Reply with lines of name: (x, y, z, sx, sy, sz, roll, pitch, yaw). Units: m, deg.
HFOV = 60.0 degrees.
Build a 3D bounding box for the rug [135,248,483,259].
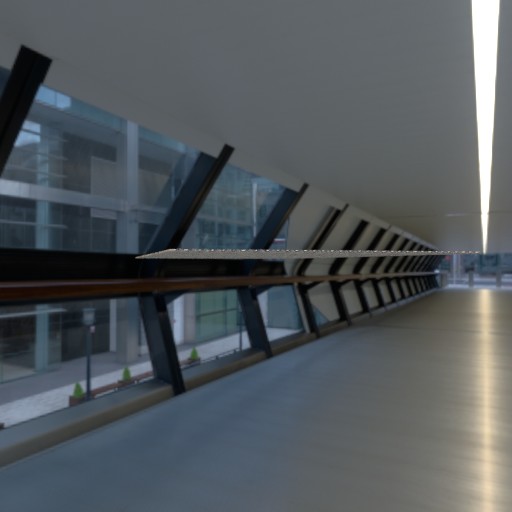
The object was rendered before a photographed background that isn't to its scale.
rug: (0.000, 0.000, 2.481, 1.196, 0.008, 2.006, 0, -1, -18)
